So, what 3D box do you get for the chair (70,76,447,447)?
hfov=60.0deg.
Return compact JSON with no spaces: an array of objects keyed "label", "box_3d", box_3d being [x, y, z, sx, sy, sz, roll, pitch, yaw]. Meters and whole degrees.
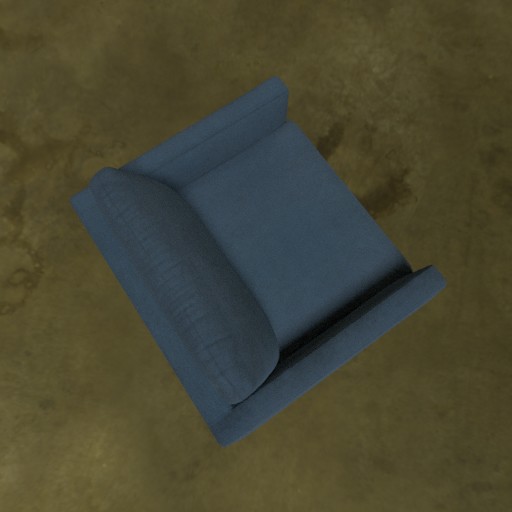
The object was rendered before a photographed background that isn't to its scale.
[{"label":"chair","box_3d":[0.000,0.000,1.627,0.875,0.812,0.964,-33,77,-9]}]
